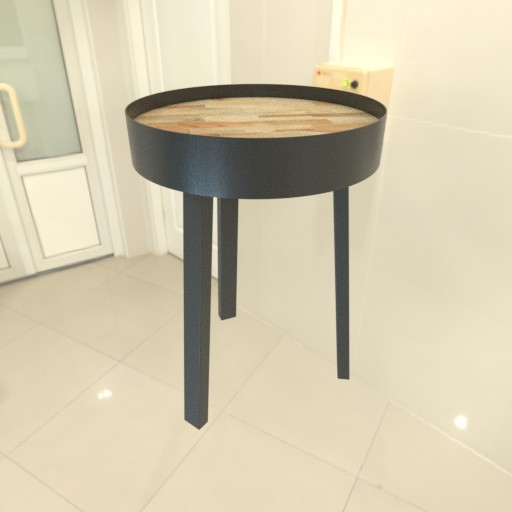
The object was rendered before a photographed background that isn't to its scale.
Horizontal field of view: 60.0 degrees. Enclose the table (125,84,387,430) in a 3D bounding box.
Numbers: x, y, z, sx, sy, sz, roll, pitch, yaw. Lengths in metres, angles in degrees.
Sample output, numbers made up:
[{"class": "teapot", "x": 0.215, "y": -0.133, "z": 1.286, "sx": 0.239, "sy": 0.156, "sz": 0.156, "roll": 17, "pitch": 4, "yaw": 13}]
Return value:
[{"class": "table", "x": 0.000, "y": 0.000, "z": 0.847, "sx": 0.406, "sy": 0.559, "sz": 0.406, "roll": 0, "pitch": 30, "yaw": 0}]
